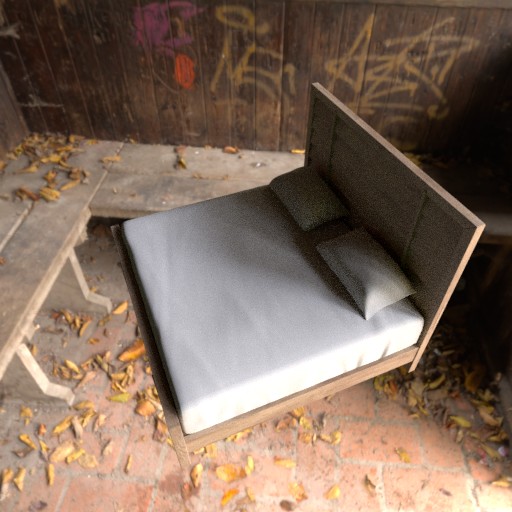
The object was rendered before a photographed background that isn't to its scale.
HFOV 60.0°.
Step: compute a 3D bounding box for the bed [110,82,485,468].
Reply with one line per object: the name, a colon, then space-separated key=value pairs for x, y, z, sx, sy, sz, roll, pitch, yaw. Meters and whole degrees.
bed: x=0.000 y=0.000 z=3.517 sx=2.032 sy=1.626 sz=2.032 roll=-17 pitch=48 yaw=-16
